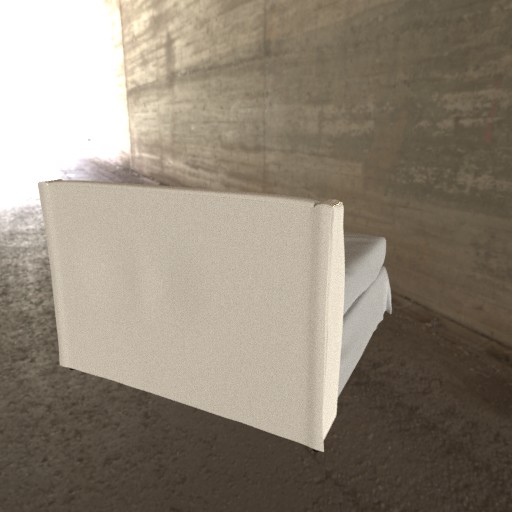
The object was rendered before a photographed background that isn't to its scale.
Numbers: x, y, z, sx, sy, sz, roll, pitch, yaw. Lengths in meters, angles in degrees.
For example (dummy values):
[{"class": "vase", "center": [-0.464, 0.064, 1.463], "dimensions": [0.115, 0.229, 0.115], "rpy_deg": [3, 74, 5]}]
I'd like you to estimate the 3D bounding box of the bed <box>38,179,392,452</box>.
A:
[{"class": "bed", "center": [0.000, 0.000, 3.460], "dimensions": [1.925, 1.332, 2.276], "rpy_deg": [8, 18, 26]}]
